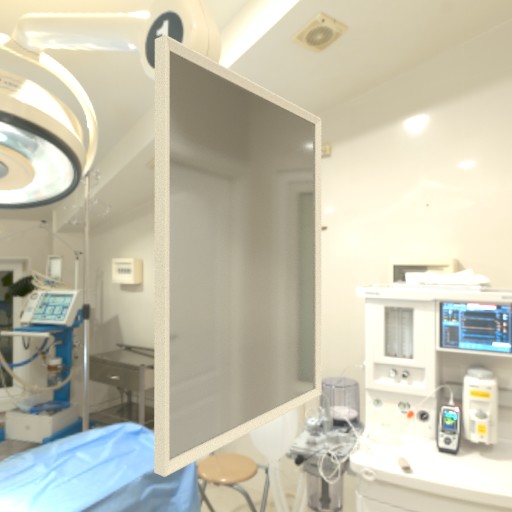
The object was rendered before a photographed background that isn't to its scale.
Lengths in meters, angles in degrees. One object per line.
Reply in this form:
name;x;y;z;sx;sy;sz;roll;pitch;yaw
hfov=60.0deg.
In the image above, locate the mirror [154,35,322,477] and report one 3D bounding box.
mirror;0.000;0.000;1.337;0.041;1.016;0.762;0;0;36
